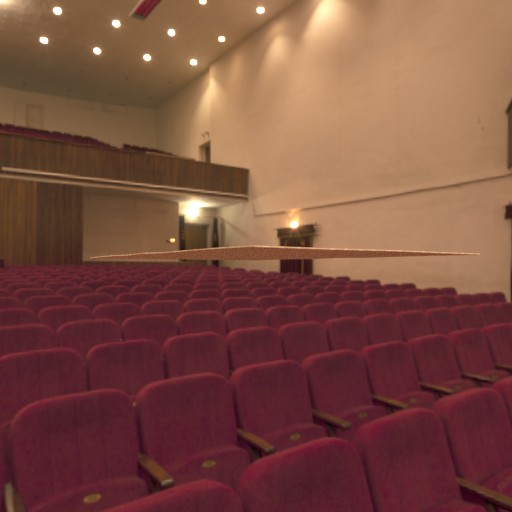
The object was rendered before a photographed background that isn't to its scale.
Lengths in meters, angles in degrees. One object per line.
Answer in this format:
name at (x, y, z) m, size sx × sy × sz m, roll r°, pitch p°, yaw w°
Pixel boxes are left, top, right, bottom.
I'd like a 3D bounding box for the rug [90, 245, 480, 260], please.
rug at (0.000, 0.000, 2.850) m, size 1.524 × 0.013 × 2.135 m, roll 1°, pitch -2°, yaw -35°
